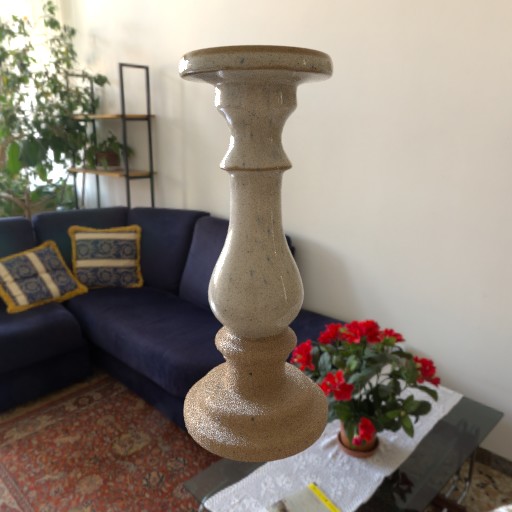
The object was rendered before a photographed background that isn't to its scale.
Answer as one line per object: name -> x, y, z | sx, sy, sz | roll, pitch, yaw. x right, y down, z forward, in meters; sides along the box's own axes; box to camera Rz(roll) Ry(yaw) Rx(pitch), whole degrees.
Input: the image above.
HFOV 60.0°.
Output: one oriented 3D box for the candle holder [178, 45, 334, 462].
candle holder -> 0.000, 0.000, 0.246 | 0.088, 0.203, 0.088 | 0, 16, 0
